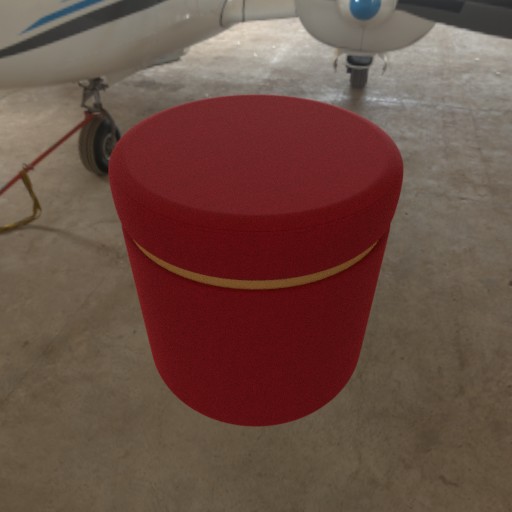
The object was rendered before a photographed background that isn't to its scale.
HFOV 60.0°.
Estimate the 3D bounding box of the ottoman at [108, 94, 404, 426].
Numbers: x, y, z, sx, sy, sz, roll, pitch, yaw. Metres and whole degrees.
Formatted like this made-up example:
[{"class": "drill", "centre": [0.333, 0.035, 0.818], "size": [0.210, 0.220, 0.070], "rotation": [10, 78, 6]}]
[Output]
[{"class": "ottoman", "centre": [0.000, 0.000, 0.735], "size": [0.400, 0.406, 0.400], "rotation": [0, 40, 0]}]
